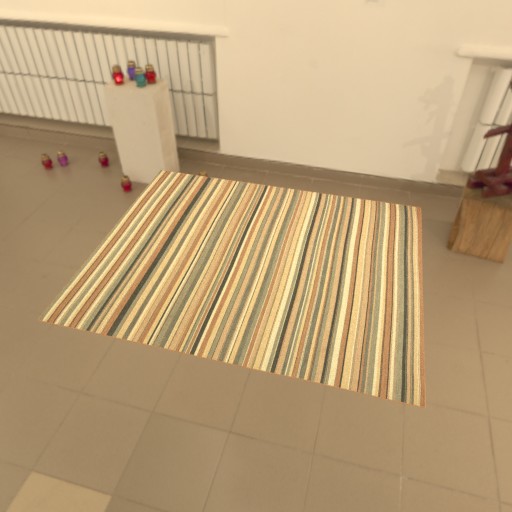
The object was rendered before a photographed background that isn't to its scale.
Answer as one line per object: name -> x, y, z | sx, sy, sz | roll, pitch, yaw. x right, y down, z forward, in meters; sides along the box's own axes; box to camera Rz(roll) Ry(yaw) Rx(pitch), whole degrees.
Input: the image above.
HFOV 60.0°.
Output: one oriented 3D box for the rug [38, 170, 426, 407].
rug -> 0.000, 0.000, 4.199 | 3.045, 0.011, 2.436 | 10, 43, 11
